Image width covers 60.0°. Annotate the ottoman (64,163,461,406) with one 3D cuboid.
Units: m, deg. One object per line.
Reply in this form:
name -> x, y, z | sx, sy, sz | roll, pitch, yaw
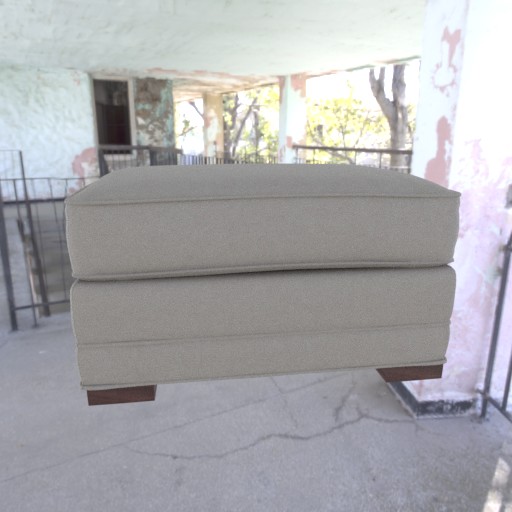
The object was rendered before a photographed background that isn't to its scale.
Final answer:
ottoman -> 0.000, 0.000, 1.202 | 0.848, 0.482, 0.611 | -2, 15, -8
